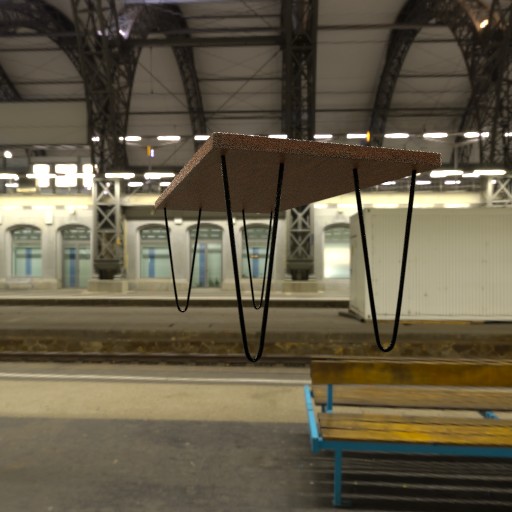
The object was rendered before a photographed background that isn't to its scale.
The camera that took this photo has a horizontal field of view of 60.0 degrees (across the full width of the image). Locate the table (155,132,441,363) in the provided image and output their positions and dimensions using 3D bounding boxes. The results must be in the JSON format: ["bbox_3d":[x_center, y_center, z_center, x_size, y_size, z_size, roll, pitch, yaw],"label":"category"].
[{"bbox_3d":[0.000,0.000,2.359,0.883,0.753,1.791,0,-1,-19],"label":"table"}]
